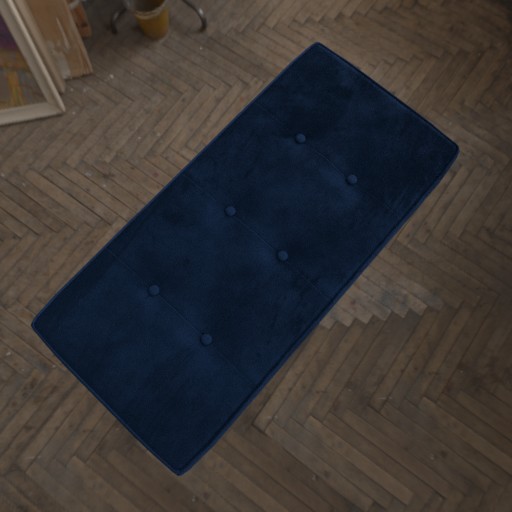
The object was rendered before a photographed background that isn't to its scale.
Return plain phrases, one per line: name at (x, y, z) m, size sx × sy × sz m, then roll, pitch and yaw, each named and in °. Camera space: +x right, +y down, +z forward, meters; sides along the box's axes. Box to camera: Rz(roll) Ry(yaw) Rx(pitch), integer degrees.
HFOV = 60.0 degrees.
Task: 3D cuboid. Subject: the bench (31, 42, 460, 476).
bench at (0.000, 0.000, 1.240) m, size 0.489 × 0.467 × 1.010 m, roll 41°, pitch 80°, yaw 9°
